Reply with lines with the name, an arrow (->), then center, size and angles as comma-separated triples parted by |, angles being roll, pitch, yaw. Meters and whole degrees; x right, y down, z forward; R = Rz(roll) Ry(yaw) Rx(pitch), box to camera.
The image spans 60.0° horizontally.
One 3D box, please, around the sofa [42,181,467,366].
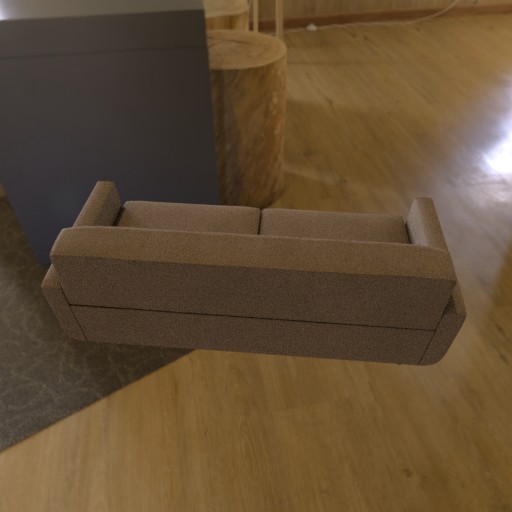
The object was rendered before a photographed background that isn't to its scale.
sofa -> 0.000, 0.000, 2.506 | 2.029, 0.841, 0.909 | 3, 47, 3
